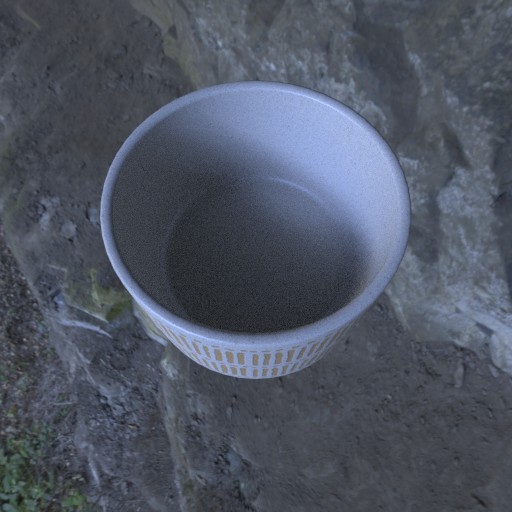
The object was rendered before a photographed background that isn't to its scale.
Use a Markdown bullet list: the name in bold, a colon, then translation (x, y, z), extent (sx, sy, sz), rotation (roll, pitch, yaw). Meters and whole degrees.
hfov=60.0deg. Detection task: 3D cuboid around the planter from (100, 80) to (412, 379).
- **planter**: translation (0.000, 0.000, 0.590), extent (0.317, 0.303, 0.317), rotation (0, 65, 0)
